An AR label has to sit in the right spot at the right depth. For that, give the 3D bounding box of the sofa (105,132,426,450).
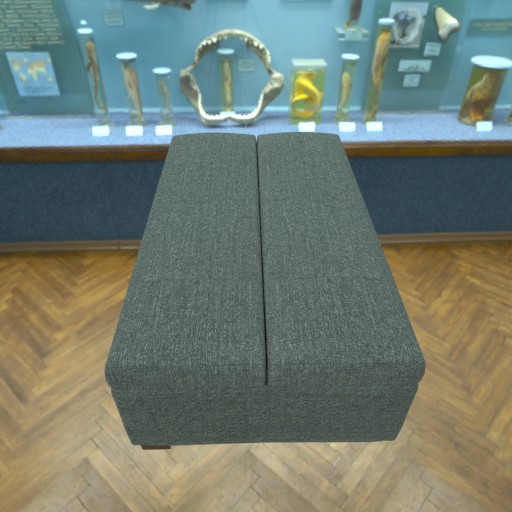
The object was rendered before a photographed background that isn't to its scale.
[{"bbox_3d":[0.000,0.000,1.561,0.782,0.417,1.198,-1,40,-1],"label":"sofa"}]
